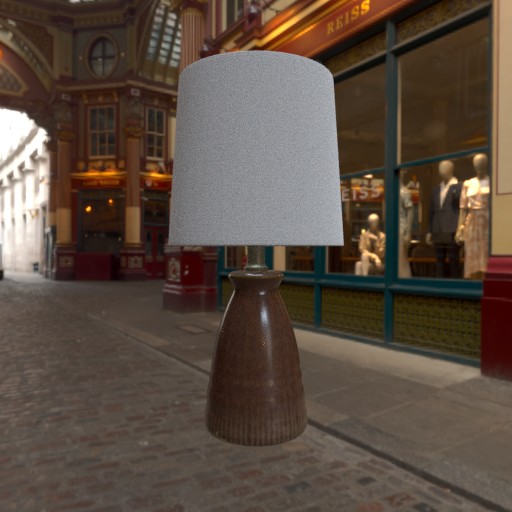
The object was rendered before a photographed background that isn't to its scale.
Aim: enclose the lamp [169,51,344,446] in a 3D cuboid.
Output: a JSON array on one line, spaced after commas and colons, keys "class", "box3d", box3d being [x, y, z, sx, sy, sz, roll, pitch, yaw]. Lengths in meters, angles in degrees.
[{"class": "lamp", "box3d": [0.000, 0.000, 0.480, 0.186, 0.369, 0.186, 0, 1, 0]}]
